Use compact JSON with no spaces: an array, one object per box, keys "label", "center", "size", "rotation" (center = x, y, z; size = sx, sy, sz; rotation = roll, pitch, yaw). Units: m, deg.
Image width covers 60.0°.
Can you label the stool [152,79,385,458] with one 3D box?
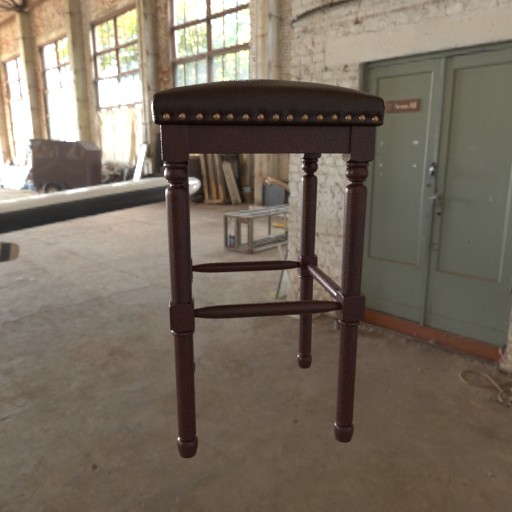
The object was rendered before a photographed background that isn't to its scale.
[{"label":"stool","center":[0.000,0.000,0.955],"size":[0.383,0.702,0.382],"rotation":[-2,14,-8]}]
